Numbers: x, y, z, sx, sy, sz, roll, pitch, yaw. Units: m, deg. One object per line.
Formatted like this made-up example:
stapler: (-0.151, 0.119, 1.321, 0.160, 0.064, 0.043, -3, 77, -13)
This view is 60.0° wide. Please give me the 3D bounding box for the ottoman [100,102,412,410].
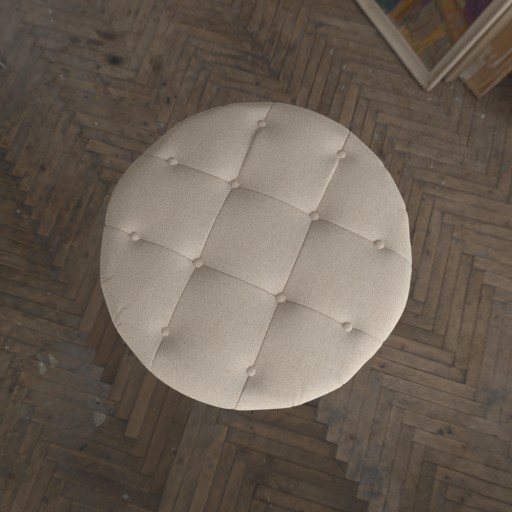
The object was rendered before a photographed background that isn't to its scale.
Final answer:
ottoman: (0.000, 0.000, 1.461, 0.940, 0.483, 0.940, 0, 77, 0)
